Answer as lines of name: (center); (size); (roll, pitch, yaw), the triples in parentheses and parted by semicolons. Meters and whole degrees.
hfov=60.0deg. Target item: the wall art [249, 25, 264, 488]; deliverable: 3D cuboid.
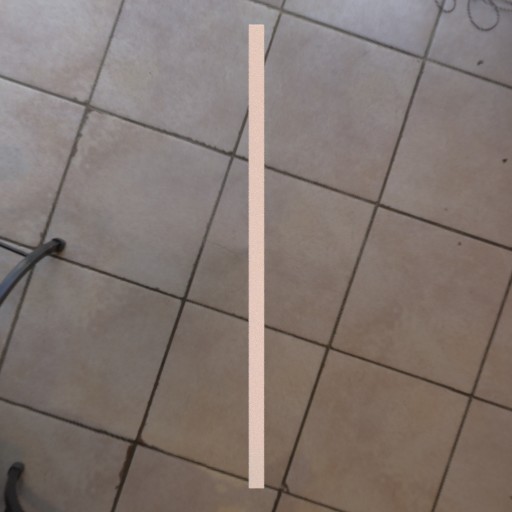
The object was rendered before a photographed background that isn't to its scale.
wall art: (0.000, 0.000, 1.959); (0.051, 1.016, 1.520); (0, 91, 0)
